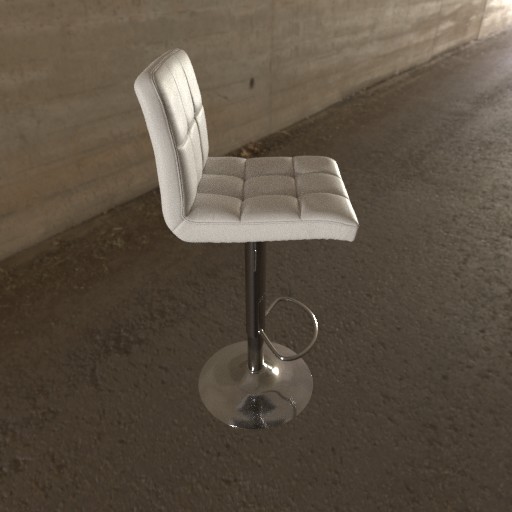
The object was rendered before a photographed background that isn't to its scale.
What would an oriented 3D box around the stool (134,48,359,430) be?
[{"bbox_3d":[0.000,0.000,1.352,0.505,1.115,0.430,1,33,1],"label":"stool"}]
